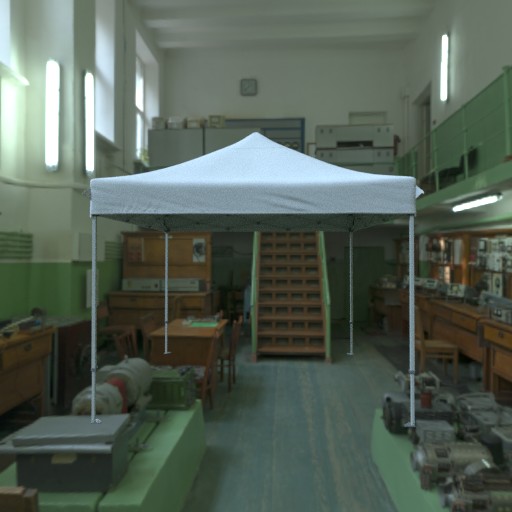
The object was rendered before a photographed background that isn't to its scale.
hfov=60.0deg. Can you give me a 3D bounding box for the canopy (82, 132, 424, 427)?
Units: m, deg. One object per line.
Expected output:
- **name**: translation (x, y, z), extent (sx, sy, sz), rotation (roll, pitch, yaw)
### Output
- **canopy**: translation (0.000, 0.000, 5.376), extent (2.996, 2.998, 2.994), rotation (0, 0, 2)
